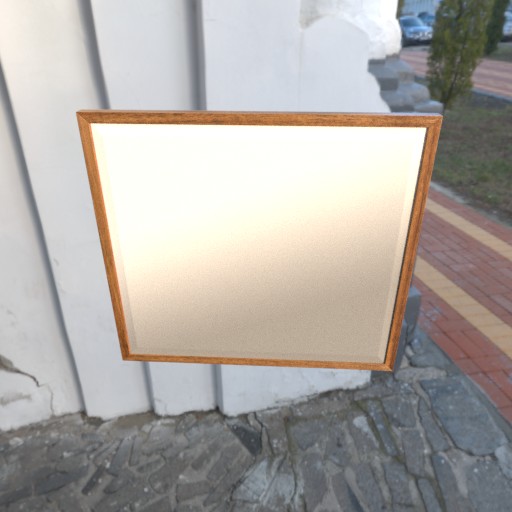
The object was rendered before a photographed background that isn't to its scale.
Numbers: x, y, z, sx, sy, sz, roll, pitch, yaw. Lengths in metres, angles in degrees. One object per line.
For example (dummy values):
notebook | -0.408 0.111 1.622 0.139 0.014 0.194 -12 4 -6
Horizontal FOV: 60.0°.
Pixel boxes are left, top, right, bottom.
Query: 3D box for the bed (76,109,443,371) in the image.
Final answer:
bed | 0.000 0.000 1.498 1.041 0.940 0.043 2 29 3
